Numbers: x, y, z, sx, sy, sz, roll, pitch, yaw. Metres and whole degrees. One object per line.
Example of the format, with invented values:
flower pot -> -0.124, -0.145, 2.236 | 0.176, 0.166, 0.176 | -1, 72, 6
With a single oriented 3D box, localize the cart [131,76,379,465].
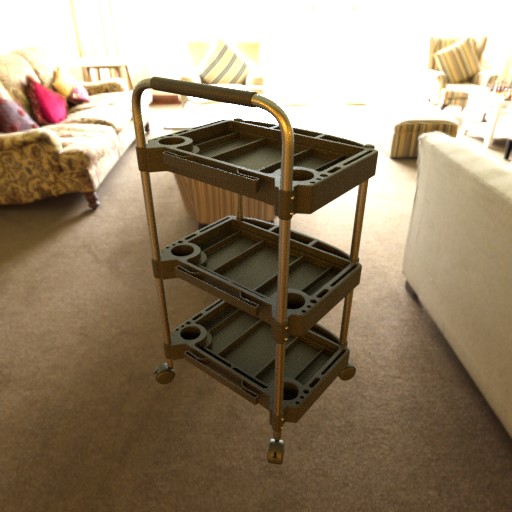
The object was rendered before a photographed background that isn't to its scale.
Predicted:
cart -> 0.000, 0.000, 1.393 | 0.584, 1.075, 0.518 | 23, 37, 33
